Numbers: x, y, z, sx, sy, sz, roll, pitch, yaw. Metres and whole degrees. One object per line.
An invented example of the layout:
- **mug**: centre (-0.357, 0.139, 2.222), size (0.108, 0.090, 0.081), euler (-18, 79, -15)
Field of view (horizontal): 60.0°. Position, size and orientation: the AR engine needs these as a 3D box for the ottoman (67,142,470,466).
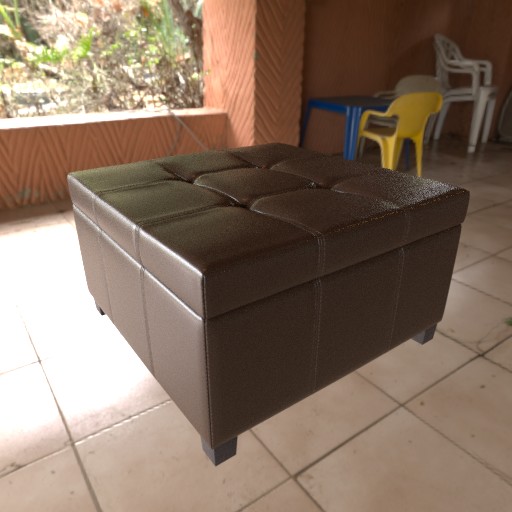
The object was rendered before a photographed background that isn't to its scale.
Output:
- **ottoman**: centre (0.000, 0.000, 1.273), size (0.787, 0.460, 0.788), euler (-17, 30, -32)
